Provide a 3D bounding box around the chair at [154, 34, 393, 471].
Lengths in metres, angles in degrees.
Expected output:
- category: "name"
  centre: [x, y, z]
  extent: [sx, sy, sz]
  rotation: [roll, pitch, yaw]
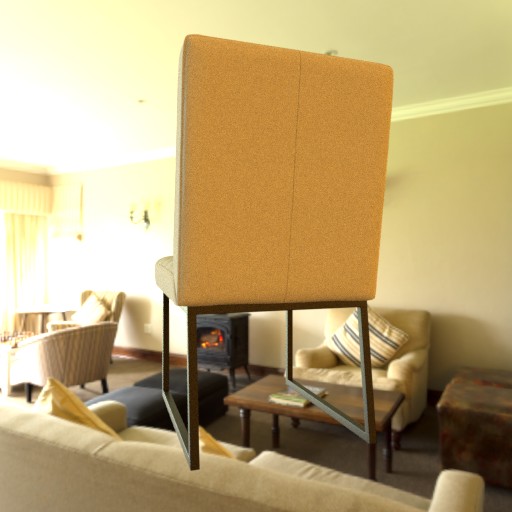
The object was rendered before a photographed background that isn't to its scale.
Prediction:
- category: "chair"
  centre: [0.000, 0.000, 1.271]
  extent: [0.520, 0.930, 0.634]
  rotation: [0, 0, -18]
